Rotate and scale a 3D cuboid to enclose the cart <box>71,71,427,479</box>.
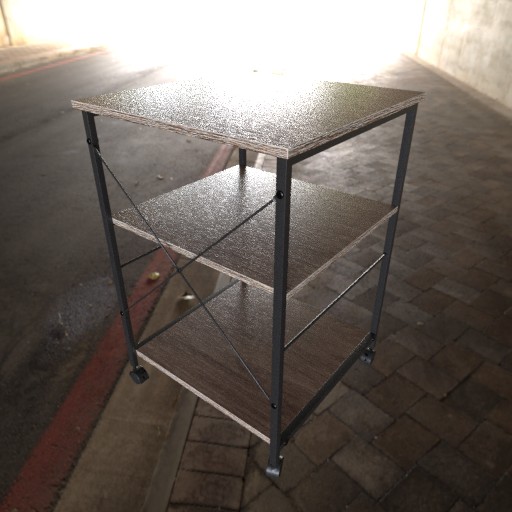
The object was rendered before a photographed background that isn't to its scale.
[{"bbox_3d":[0.000,0.000,1.104,0.521,0.762,0.520,22,37,32],"label":"cart"}]
